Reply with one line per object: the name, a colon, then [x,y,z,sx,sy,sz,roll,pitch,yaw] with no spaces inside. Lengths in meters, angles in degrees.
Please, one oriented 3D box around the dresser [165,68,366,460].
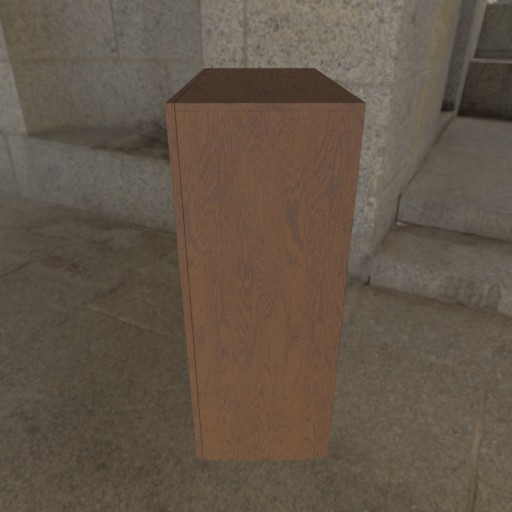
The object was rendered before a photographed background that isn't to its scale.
dresser: [0.000,0.000,1.783,0.516,1.320,0.964,0,27,0]
